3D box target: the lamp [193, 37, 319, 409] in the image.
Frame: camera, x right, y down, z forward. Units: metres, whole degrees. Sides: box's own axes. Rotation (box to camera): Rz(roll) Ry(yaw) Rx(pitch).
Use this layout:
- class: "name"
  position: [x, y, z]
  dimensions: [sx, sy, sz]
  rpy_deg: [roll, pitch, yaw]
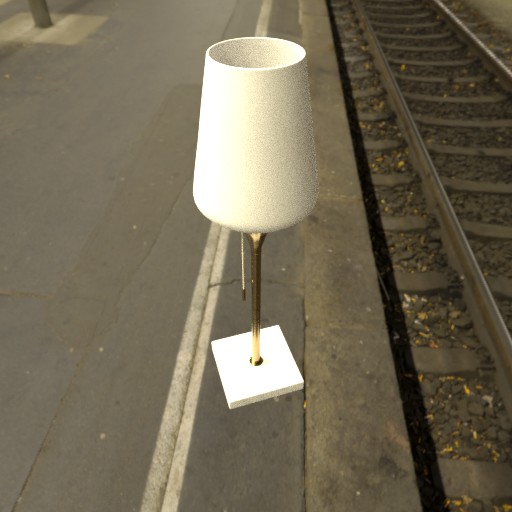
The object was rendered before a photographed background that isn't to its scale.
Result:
- class: "lamp"
  position: [0.000, 0.000, 0.730]
  dimensions: [0.181, 0.639, 0.181]
  rpy_deg: [-12, 43, -13]
